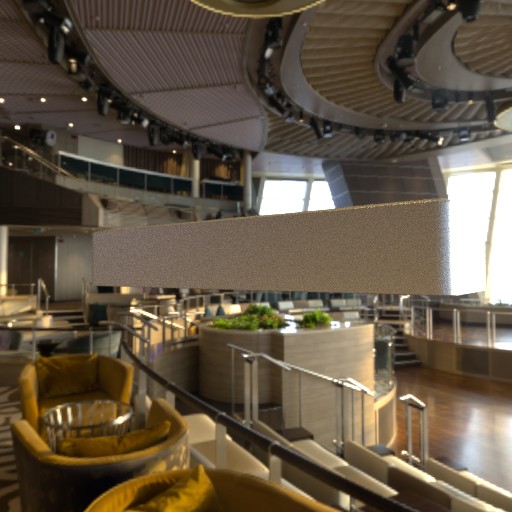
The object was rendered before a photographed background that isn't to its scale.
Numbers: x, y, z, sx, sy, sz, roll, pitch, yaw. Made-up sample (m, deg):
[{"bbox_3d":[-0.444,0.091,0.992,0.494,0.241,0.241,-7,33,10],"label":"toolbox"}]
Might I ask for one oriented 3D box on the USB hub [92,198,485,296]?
[{"bbox_3d":[0.000,0.000,0.162,0.145,0.023,0.044,-2,-3,37],"label":"USB hub"}]
